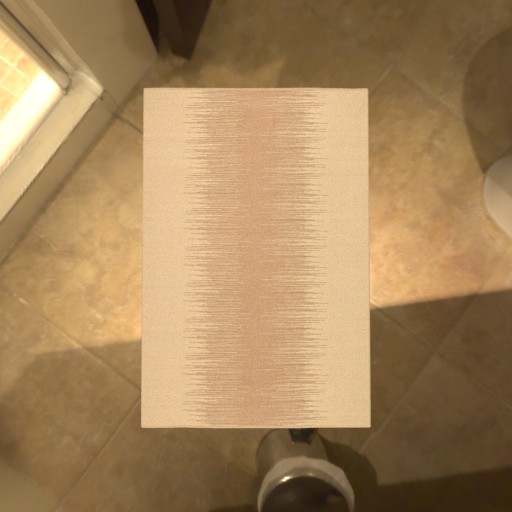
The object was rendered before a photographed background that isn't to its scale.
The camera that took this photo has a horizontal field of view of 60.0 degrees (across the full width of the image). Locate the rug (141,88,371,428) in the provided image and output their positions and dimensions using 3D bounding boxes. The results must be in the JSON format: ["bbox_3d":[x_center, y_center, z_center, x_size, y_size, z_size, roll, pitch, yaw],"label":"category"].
[{"bbox_3d":[0.000,0.000,2.409,1.234,0.006,1.850,0,88,0],"label":"rug"}]
